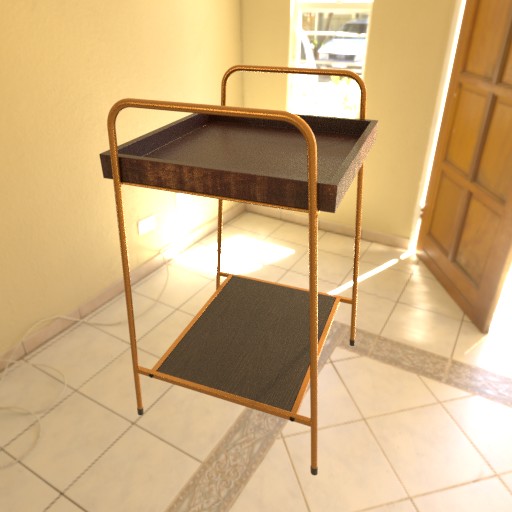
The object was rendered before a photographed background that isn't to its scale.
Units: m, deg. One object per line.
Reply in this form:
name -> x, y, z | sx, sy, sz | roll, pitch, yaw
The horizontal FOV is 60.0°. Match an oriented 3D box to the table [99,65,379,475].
table -> 0.000, 0.000, 0.960 | 0.430, 0.710, 0.430 | 11, 32, 18
